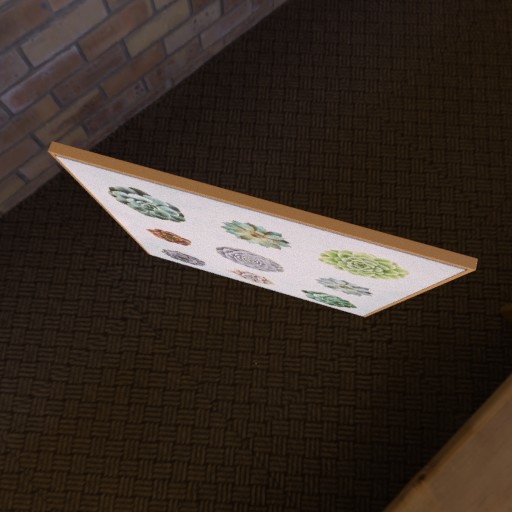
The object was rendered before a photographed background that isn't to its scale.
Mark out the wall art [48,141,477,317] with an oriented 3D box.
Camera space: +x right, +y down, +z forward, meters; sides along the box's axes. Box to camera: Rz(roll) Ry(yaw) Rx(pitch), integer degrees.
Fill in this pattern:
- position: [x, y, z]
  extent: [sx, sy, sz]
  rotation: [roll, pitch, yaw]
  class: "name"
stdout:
- position: [0.000, 0.000, 0.677]
  extent: [0.457, 0.455, 0.013]
  rotation: [16, 77, 4]
  class: "wall art"
